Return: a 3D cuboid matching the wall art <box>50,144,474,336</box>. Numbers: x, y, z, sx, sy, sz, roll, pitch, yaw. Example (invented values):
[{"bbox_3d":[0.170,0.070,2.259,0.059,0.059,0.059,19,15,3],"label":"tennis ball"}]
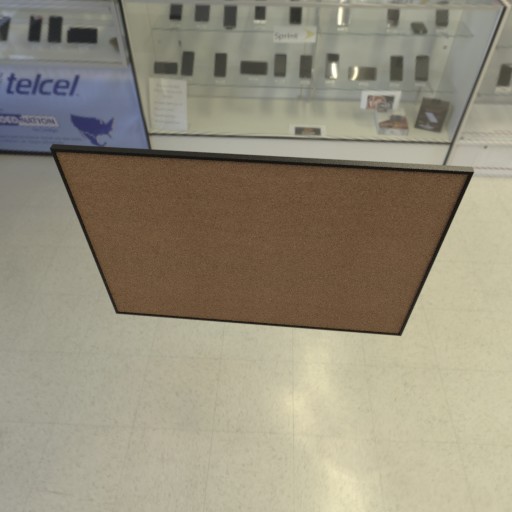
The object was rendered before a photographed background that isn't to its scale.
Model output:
[{"bbox_3d":[0.000,0.000,1.246,0.957,0.660,0.019,4,48,4],"label":"wall art"}]
